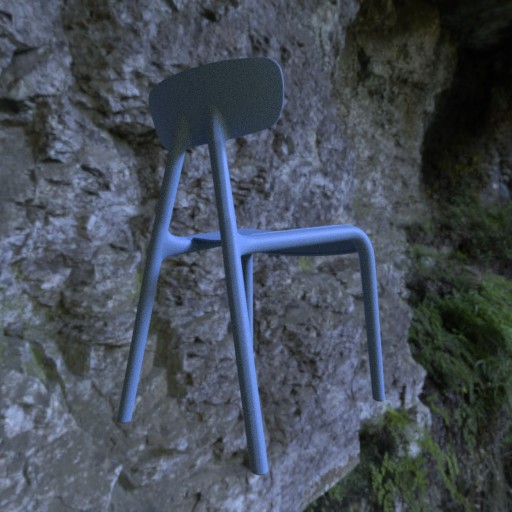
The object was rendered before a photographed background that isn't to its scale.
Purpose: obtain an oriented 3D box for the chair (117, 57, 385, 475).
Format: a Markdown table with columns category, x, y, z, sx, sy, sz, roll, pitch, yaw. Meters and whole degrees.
| category | x | y | z | sx | sy | sz | roll | pitch | yaw |
| --- | --- | --- | --- | --- | --- | --- | --- | --- | --- |
| chair | 0.000 | 0.000 | 0.834 | 0.356 | 0.580 | 0.401 | 0 | 1 | 37 |
